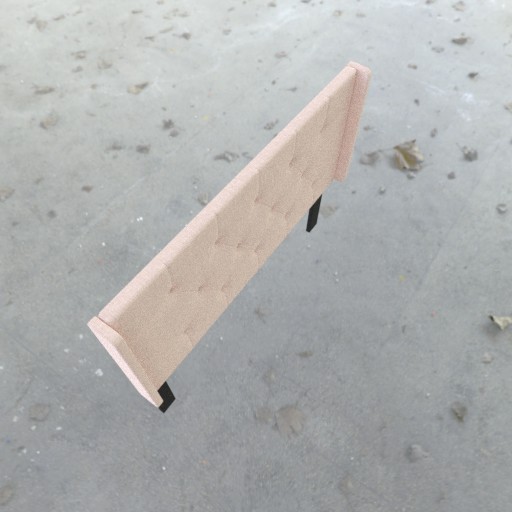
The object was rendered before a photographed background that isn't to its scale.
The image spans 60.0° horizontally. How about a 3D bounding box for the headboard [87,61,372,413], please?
[{"bbox_3d":[0.000,0.000,2.750,0.184,1.524,2.051,31,62,19],"label":"headboard"}]
